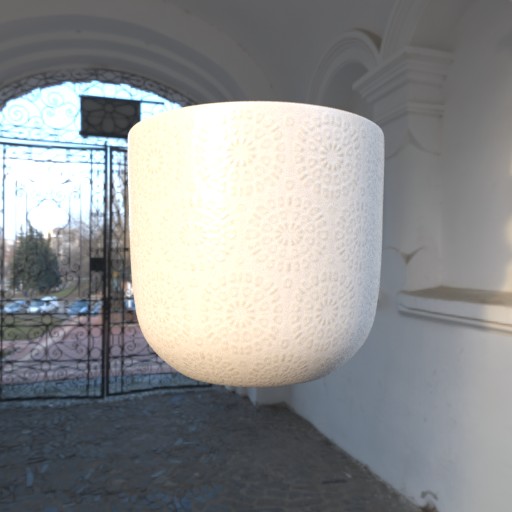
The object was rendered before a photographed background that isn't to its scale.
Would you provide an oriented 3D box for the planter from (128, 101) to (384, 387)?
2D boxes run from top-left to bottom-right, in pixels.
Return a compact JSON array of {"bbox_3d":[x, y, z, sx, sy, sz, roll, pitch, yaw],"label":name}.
[{"bbox_3d":[0.000,0.000,0.374,0.208,0.190,0.208,0,0,0],"label":"planter"}]
